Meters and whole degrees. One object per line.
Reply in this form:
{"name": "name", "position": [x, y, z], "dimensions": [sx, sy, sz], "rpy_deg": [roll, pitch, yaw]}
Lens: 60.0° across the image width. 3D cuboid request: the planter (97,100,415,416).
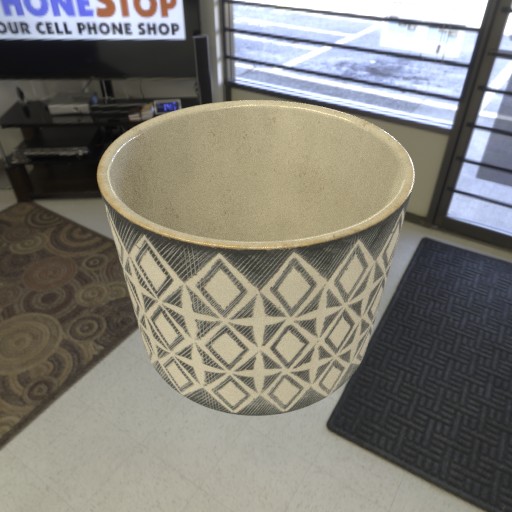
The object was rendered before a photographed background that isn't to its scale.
{"name": "planter", "position": [0.000, 0.000, 0.329], "dimensions": [0.192, 0.165, 0.192], "rpy_deg": [0, 39, 0]}
